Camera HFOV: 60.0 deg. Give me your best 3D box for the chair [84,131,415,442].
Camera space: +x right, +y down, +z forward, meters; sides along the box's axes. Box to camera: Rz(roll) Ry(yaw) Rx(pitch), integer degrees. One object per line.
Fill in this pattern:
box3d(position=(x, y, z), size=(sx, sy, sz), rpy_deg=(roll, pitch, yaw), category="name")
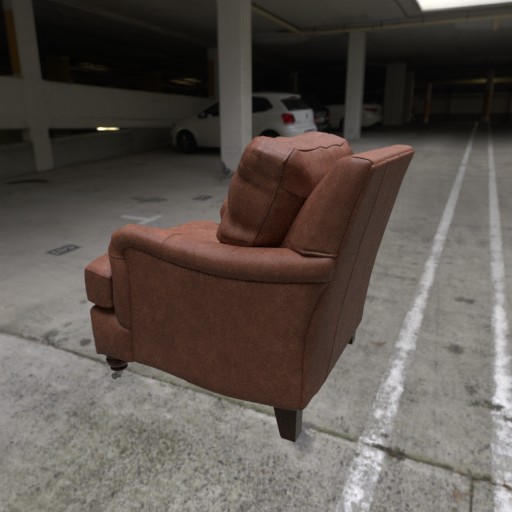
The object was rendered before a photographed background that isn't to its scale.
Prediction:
box3d(position=(0.000, 0.000, 1.957), size=(1.158, 1.055, 0.986), rpy_deg=(8, 18, 25), category="chair")
